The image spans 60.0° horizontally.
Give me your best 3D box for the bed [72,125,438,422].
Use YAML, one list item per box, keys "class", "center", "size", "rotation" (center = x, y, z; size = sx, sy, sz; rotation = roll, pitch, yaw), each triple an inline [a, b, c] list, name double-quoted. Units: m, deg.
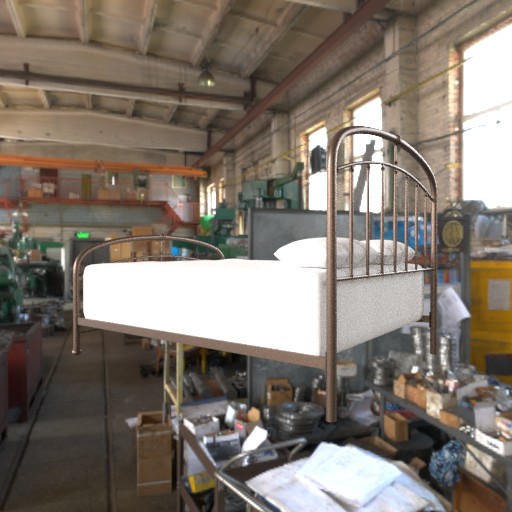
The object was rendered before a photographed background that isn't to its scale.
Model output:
- class: "bed"
  center: [0.000, 0.000, 3.311]
  size: [2.168, 1.475, 1.711]
  rotation: [1, 1, 37]
